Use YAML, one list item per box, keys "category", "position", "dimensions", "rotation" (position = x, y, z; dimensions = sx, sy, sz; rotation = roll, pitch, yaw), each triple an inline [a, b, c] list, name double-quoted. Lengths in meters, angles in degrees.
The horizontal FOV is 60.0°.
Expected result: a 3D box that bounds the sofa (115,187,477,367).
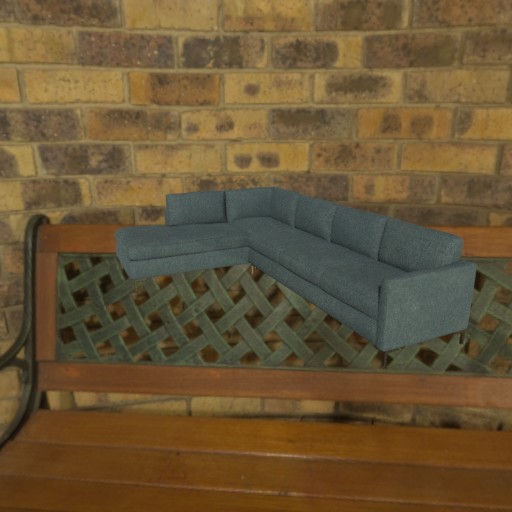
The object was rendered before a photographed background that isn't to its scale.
- category: "sofa"
  position: [0.000, 0.000, 3.937]
  dimensions: [2.007, 0.815, 2.949]
  rotation: [-8, 19, -25]
